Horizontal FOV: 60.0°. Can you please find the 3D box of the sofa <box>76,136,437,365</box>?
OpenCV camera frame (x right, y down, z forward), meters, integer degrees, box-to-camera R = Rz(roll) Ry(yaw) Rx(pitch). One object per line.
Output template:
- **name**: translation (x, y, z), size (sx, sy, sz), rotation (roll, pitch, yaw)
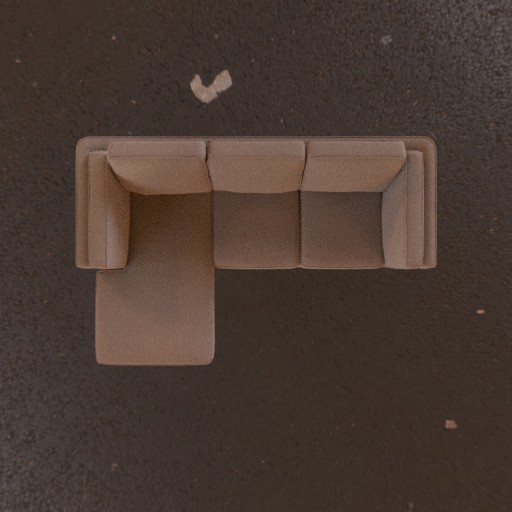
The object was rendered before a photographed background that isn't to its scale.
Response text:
- **sofa**: translation (0.000, 0.000, 3.214), size (2.411, 0.929, 1.604), rotation (0, 90, 0)
